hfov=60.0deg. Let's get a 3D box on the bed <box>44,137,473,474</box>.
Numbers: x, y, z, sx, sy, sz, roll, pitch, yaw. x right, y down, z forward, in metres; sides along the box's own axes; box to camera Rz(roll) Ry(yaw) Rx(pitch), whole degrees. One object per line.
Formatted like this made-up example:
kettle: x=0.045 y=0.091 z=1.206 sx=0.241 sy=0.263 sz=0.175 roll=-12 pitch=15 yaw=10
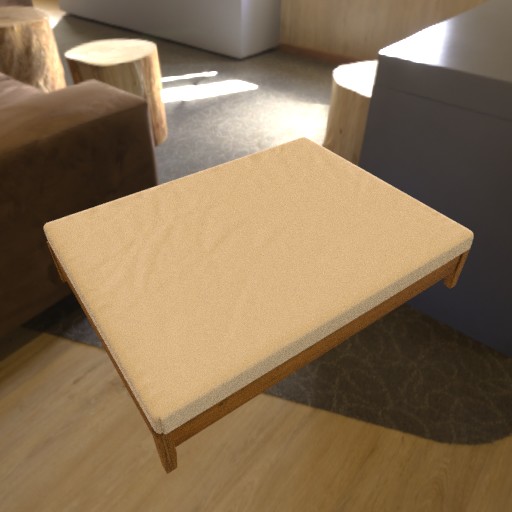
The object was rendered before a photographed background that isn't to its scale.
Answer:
bed: x=0.000 y=0.000 z=2.692 sx=2.016 sy=0.431 sz=1.536 roll=-25 pitch=47 yaw=-26
